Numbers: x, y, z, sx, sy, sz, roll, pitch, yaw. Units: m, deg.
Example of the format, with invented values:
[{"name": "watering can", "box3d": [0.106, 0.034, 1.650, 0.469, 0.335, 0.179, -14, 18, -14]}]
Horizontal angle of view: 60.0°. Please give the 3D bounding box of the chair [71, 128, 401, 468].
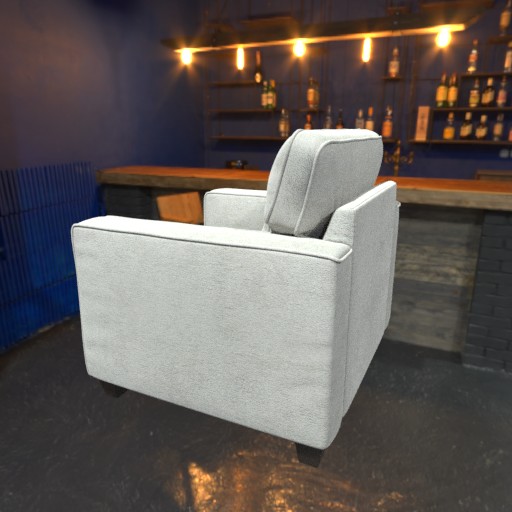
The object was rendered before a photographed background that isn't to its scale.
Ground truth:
[{"name": "chair", "box3d": [0.000, 0.000, 1.749, 0.939, 0.965, 1.015, 8, 18, 25]}]
